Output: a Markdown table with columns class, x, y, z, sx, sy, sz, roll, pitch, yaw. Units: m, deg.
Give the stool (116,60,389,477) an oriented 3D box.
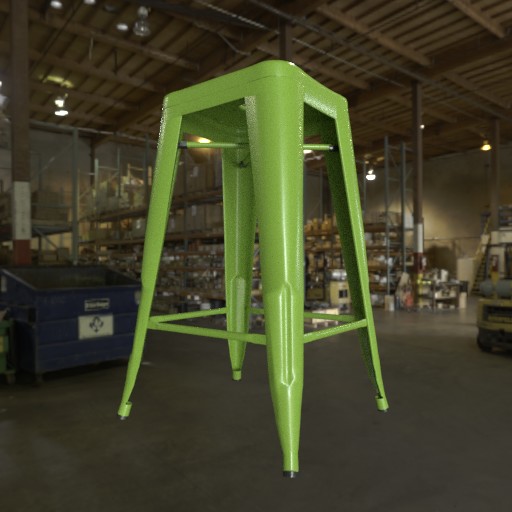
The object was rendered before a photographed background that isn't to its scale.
| class | x | y | z | sx | sy | sz | roll | pitch | yaw |
| --- | --- | --- | --- | --- | --- | --- | --- | --- | --- |
| stool | 0.000 | 0.000 | 0.855 | 0.398 | 0.609 | 0.358 | -1 | -1 | 37 |
